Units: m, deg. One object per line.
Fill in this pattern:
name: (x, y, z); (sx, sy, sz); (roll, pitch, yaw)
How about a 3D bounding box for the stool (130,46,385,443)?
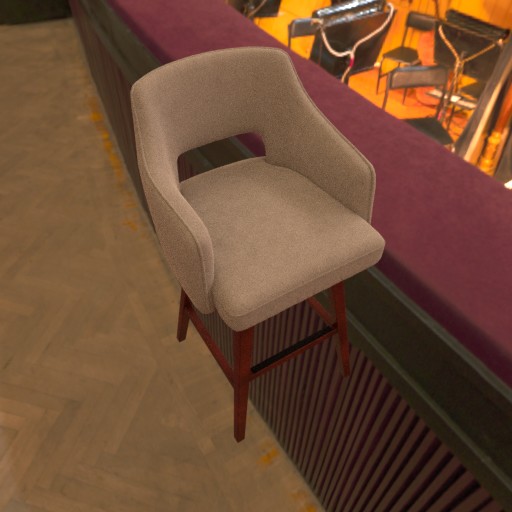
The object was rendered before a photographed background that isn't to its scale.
stool: (0.000, 0.000, 1.327); (0.548, 1.012, 0.558); (-24, 50, -22)
